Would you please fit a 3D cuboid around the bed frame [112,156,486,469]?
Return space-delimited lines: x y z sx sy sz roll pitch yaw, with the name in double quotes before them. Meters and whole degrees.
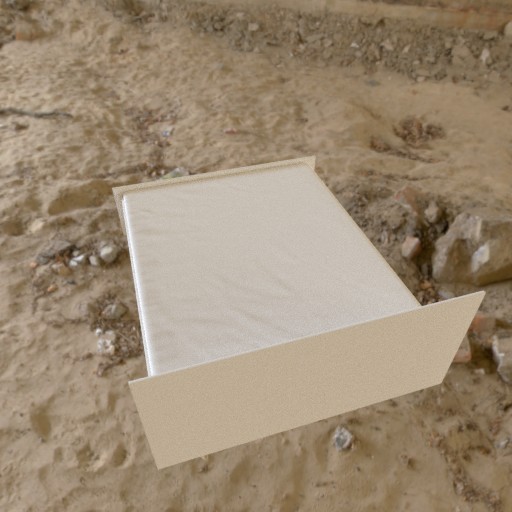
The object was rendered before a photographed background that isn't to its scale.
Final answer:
"bed frame" 0.000 0.000 2.983 1.720 0.800 2.060 -12 43 -13
